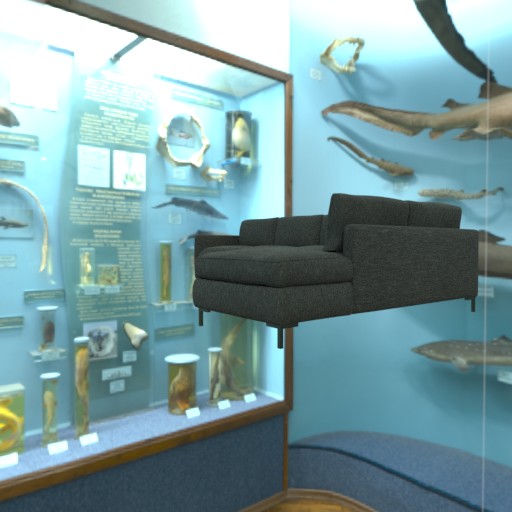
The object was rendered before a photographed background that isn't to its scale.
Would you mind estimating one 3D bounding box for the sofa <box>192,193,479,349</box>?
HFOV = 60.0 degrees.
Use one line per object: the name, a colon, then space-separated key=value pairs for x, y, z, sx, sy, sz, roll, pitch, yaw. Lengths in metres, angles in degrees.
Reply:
sofa: x=0.000 y=0.000 z=3.850 sx=2.007 sy=0.815 sz=2.949 roll=-1 pitch=2 yaw=-38
